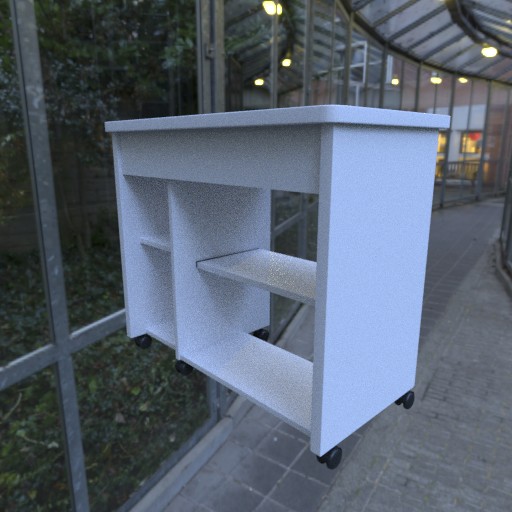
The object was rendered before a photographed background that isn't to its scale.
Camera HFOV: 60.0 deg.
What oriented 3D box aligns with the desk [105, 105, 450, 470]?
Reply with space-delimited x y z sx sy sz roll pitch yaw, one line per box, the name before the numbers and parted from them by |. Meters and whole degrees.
desk | 0.000 0.000 1.295 0.475 0.763 0.877 -13 19 -42
